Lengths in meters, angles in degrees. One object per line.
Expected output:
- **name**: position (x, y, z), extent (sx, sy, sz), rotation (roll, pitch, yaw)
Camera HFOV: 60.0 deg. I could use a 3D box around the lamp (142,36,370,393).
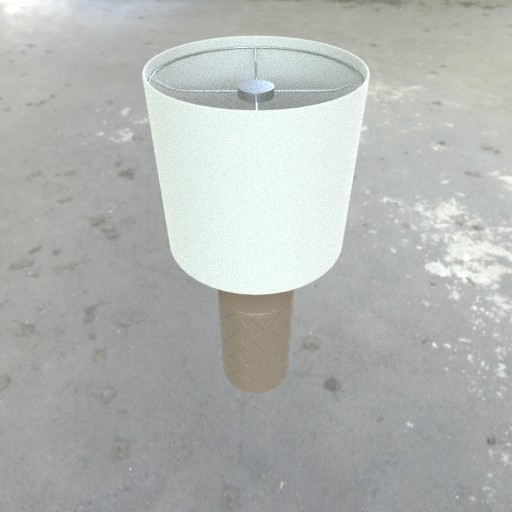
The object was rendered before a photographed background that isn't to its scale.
- **lamp**: position (0.000, 0.000, 0.558), extent (0.207, 0.461, 0.207), rotation (0, 41, 0)
